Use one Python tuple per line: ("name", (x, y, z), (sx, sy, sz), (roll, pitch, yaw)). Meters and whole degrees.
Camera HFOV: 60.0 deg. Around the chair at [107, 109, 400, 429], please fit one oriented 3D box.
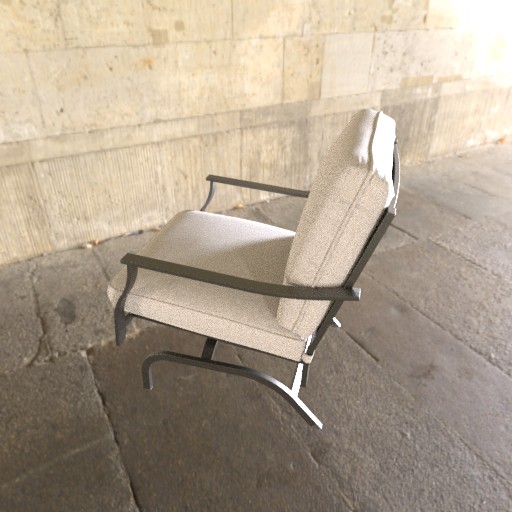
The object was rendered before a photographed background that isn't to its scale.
("chair", (0.000, 0.000, 1.424), (0.787, 0.860, 0.650), (8, 32, 13))
